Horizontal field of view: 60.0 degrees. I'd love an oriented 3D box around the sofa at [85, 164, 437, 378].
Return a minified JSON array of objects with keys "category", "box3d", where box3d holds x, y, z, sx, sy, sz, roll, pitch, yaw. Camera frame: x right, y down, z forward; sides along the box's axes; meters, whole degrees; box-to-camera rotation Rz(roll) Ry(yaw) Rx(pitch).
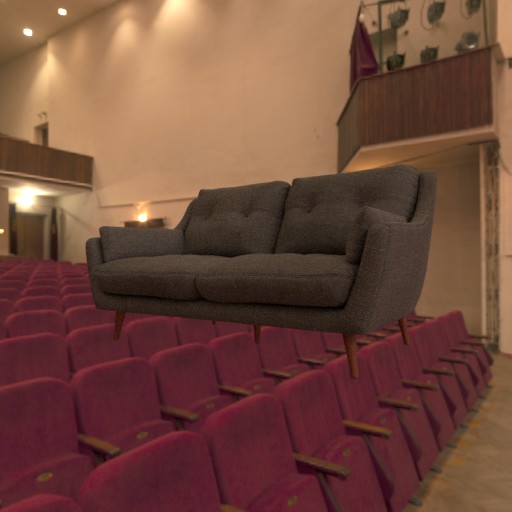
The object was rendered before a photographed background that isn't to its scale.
[{"category":"sofa","box3d":[0.000,0.000,2.240,1.646,0.887,0.976,-1,-1,35]}]
